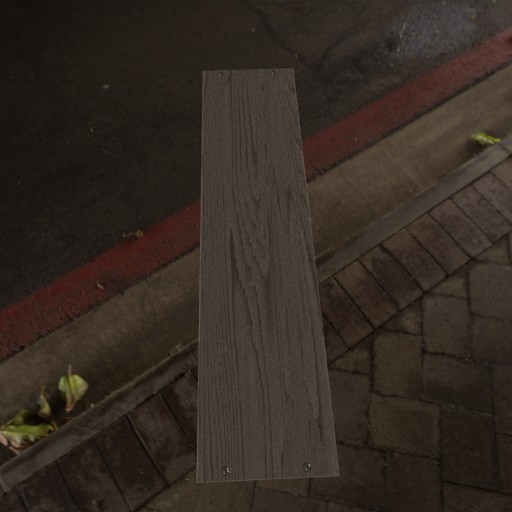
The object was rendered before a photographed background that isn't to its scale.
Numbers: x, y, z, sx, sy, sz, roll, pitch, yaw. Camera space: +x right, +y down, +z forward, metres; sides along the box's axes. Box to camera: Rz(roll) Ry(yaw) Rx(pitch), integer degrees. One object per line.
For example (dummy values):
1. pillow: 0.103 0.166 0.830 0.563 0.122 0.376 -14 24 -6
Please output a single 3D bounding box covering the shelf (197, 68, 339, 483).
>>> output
1. shelf: 0.000 0.000 0.677 0.150 0.170 0.610 -2 63 -1
